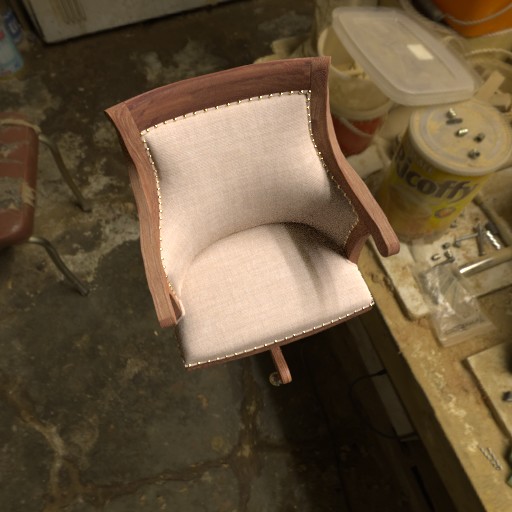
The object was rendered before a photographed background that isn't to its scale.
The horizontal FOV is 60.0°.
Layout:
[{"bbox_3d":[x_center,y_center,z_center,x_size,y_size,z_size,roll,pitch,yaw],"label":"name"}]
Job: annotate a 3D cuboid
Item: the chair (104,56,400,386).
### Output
[{"bbox_3d":[0.000,0.000,1.441,0.656,0.965,0.689,-17,64,-9],"label":"chair"}]
